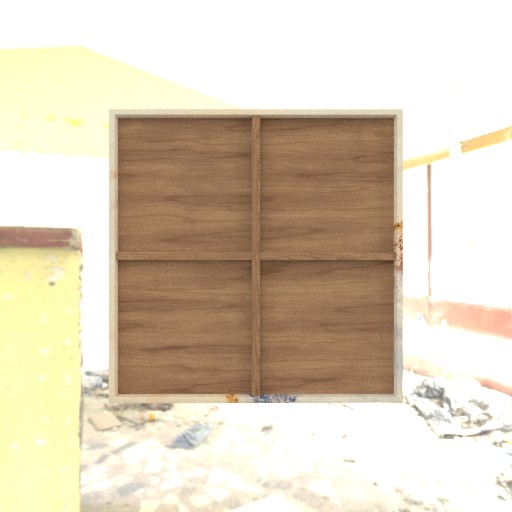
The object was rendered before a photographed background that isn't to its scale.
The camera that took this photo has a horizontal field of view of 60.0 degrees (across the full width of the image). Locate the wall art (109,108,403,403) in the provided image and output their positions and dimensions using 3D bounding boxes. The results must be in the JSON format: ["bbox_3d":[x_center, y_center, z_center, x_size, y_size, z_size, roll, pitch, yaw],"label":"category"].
[{"bbox_3d":[0.000,0.000,1.627,1.061,1.061,0.071,0,0,0],"label":"wall art"}]
